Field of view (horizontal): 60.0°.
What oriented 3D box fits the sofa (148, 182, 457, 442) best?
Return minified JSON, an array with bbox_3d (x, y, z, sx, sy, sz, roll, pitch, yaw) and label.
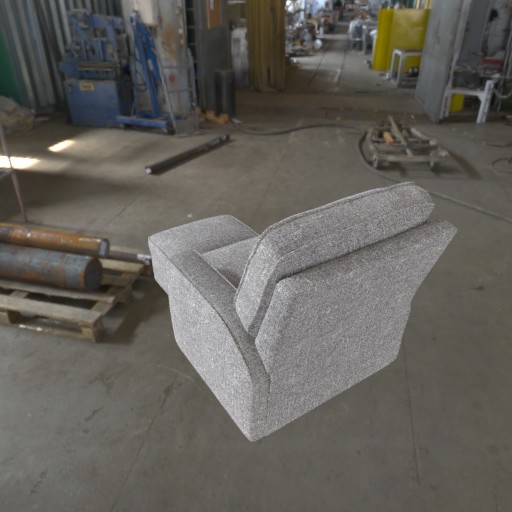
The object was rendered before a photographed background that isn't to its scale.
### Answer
[{"bbox_3d":[0.000,0.000,2.100,0.861,0.959,1.472,-19,36,-29],"label":"sofa"}]
